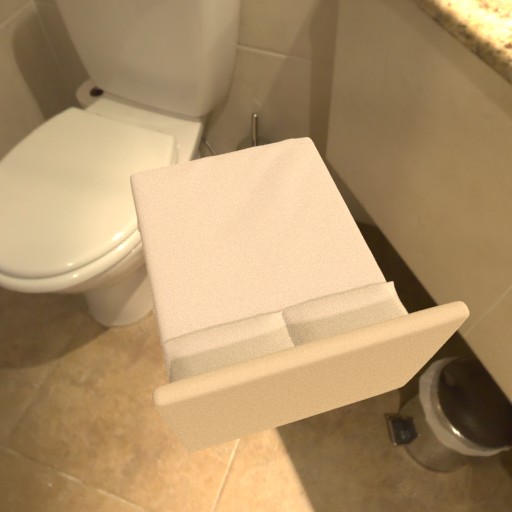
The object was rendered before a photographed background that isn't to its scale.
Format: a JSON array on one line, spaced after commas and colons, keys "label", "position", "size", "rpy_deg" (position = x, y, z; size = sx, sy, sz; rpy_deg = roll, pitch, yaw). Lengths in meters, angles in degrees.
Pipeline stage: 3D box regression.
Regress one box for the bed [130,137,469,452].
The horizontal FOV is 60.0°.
[{"label": "bed", "position": [0.000, 0.000, 3.227], "size": [1.714, 1.330, 2.147], "rpy_deg": [-14, 58, -9]}]
